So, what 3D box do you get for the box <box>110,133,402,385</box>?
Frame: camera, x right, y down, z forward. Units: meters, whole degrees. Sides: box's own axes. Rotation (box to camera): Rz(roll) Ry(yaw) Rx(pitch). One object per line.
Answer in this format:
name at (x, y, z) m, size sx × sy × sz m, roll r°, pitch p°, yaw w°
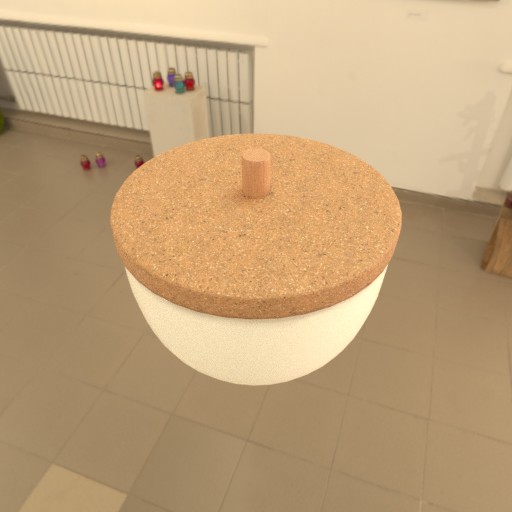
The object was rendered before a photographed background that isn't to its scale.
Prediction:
box at (0.000, 0.000, 0.186) m, size 0.107 × 0.094 × 0.107 m, roll 0°, pitch 41°, yaw 0°
